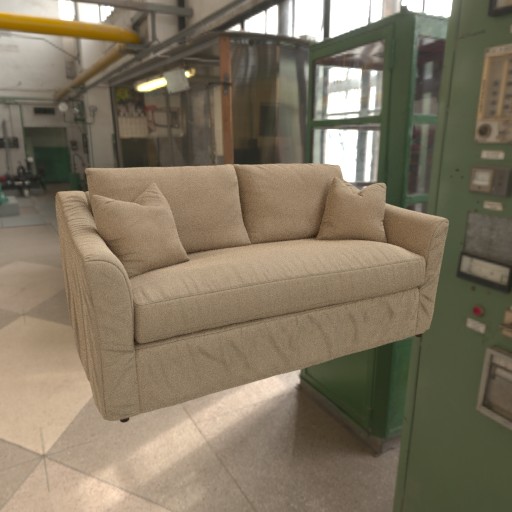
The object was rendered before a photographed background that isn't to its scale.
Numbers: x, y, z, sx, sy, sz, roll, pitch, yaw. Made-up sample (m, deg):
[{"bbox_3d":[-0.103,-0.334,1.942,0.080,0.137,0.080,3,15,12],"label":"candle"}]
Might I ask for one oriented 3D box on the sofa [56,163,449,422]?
[{"bbox_3d":[0.000,0.000,2.569,2.010,1.018,1.072,-8,17,-27],"label":"sofa"}]
